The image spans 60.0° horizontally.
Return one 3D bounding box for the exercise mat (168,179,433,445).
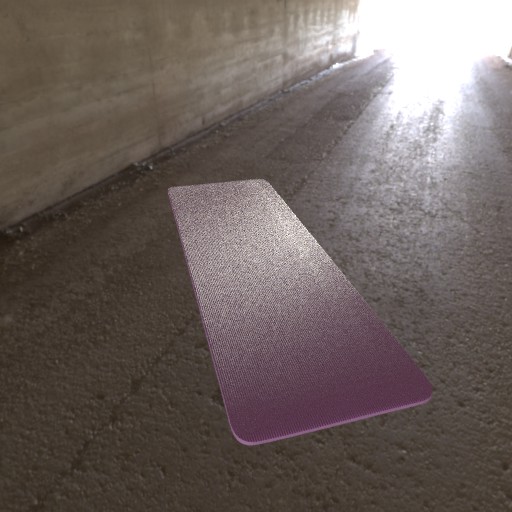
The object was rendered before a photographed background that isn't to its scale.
[{"bbox_3d":[0.000,0.000,1.998,0.616,0.021,1.869,-8,31,-13],"label":"exercise mat"}]
